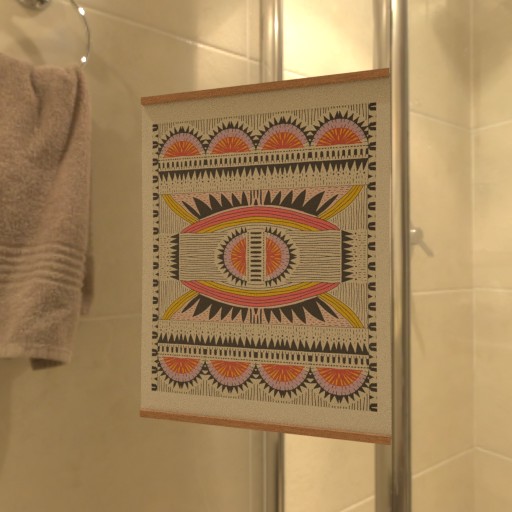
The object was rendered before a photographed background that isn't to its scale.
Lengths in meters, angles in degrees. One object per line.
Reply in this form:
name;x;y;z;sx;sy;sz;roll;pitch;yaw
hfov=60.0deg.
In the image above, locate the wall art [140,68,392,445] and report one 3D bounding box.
wall art;0.000;0.000;1.314;0.765;1.016;0.028;0;-1;17
